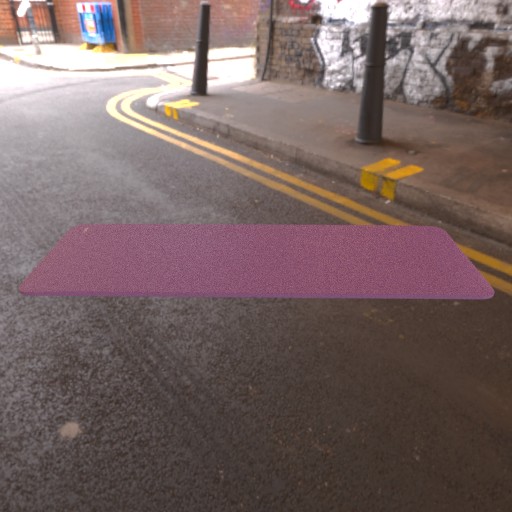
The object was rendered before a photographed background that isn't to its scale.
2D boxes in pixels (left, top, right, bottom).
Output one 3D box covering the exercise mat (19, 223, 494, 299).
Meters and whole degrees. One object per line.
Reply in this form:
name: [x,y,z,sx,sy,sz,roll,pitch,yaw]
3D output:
exercise mat: [0.000,0.000,1.971,1.869,0.021,0.616,0,30,1]
